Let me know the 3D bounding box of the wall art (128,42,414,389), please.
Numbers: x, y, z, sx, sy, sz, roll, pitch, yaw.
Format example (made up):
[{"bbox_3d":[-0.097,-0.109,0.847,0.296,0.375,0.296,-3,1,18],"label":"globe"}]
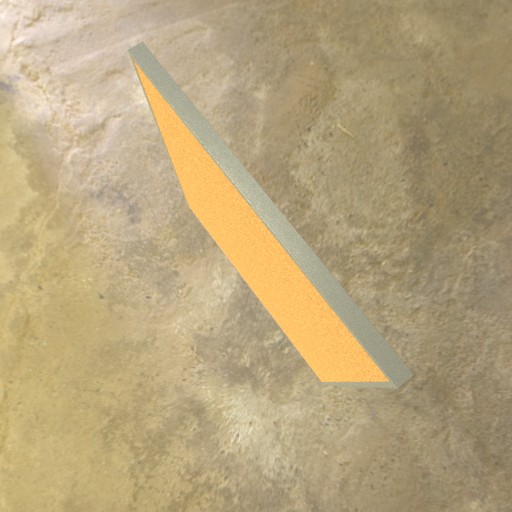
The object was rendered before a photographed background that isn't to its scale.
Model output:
[{"bbox_3d":[0.000,0.000,1.187,0.038,0.807,0.809,-36,77,-9],"label":"wall art"}]
